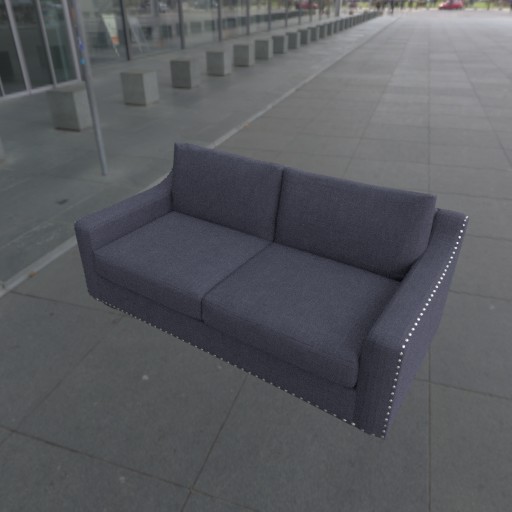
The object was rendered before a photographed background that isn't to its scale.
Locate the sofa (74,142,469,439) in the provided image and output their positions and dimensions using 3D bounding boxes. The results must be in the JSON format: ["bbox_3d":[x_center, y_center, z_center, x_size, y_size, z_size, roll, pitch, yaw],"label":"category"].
[{"bbox_3d":[0.000,0.000,3.289,2.550,1.196,1.336,18,35,29],"label":"sofa"}]
